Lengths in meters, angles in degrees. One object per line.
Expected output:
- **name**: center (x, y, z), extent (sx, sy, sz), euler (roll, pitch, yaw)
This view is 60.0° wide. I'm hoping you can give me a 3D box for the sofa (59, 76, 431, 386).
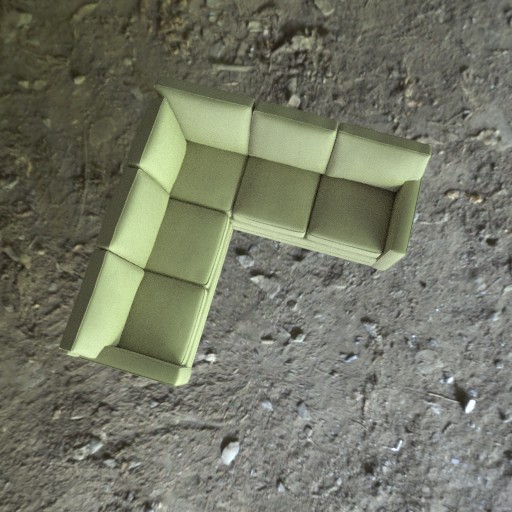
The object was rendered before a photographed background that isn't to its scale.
- **sofa**: center (0.000, 0.000, 3.447), extent (2.189, 0.939, 2.182), euler (15, 77, 4)
